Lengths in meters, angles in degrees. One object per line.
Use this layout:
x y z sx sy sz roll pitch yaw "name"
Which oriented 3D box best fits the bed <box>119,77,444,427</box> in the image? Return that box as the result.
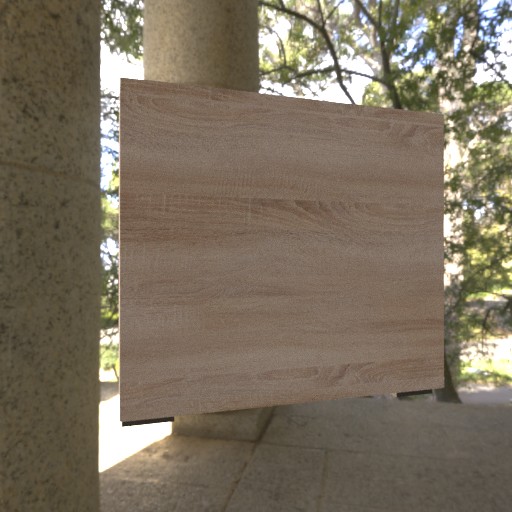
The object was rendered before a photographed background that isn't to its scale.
0.000 0.000 0.779 0.460 0.420 0.401 0 0 -17 "bed"
